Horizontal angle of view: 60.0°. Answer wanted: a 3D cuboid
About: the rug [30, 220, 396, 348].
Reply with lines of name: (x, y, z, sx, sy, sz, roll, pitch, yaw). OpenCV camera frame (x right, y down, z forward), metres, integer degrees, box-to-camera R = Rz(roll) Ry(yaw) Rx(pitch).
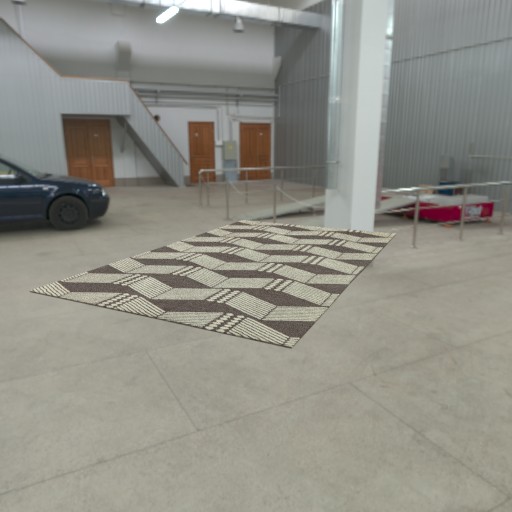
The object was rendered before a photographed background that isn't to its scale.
rug: (0.000, 0.000, 3.112, 1.517, 0.011, 2.435, 7, 16, 25)
